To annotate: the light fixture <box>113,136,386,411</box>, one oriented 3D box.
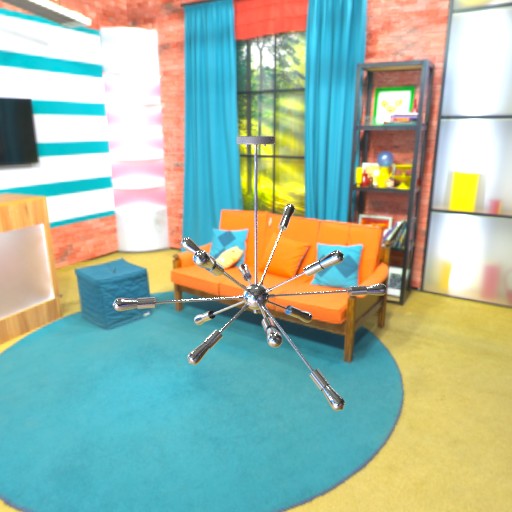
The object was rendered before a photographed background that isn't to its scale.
[{"bbox_3d":[0.000,0.000,1.071,0.684,0.558,0.509,-3,16,-9],"label":"light fixture"}]
